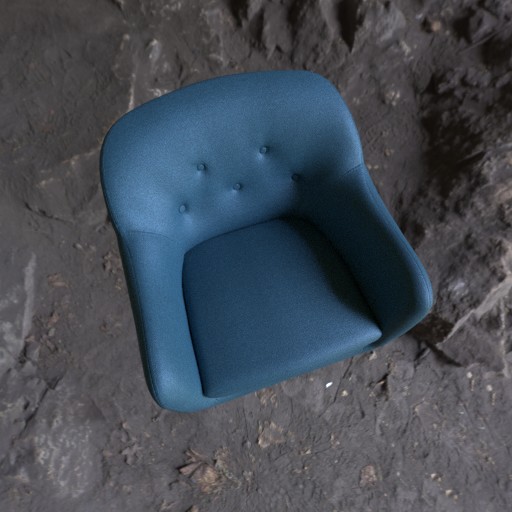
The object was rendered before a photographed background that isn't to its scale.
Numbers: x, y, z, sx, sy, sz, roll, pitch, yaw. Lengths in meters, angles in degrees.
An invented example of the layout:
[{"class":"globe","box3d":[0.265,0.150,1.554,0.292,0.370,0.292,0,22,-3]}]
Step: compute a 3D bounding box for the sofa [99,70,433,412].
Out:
[{"class":"sofa","box3d":[0.000,0.000,1.497,0.836,0.817,0.825,-17,65,-8]}]
